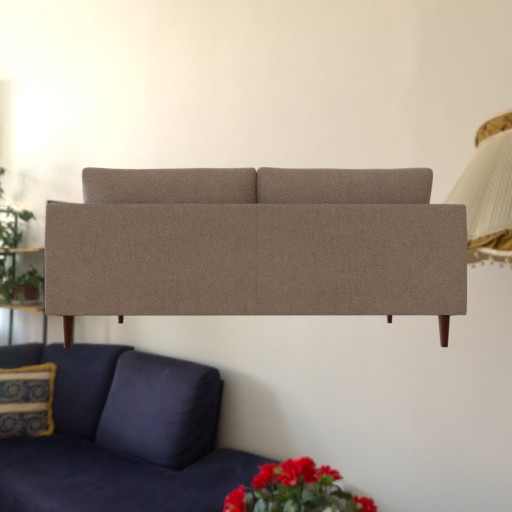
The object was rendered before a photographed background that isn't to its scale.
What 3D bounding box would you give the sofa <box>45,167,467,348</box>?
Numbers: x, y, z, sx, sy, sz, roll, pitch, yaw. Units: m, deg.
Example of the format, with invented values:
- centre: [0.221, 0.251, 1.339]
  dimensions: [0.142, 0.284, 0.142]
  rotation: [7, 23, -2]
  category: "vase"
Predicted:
- centre: [0.000, 0.000, 2.514]
  dimensions: [1.948, 0.868, 1.020]
  rotation: [0, -1, -1]
  category: "sofa"
